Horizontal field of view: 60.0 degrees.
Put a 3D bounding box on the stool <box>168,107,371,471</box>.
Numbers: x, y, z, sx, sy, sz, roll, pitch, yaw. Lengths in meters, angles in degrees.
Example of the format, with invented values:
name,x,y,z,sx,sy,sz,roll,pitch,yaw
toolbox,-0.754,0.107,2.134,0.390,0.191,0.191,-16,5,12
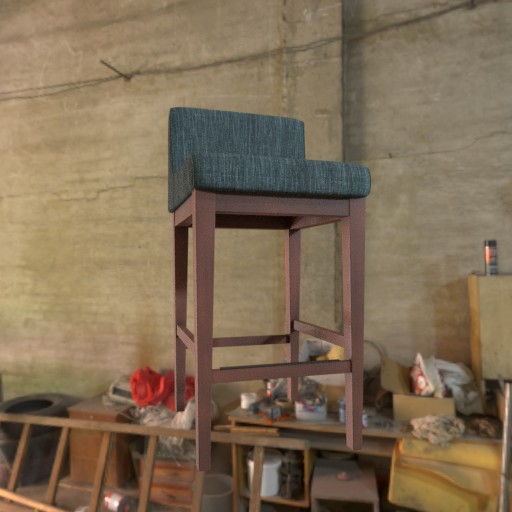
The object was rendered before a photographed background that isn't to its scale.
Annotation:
name,x,y,z,sx,sy,sz,roll,pitch,yaw
stool,0.000,0.000,1.101,0.395,0.835,0.459,0,-1,-17
